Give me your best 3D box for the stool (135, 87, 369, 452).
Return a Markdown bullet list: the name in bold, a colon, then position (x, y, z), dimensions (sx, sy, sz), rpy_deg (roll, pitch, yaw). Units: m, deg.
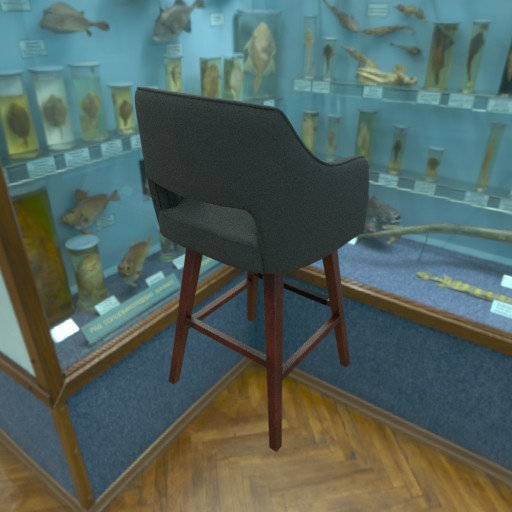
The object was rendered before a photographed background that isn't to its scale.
- **stool**: position (0.000, 0.000, 1.353), dimensions (0.548, 1.012, 0.558), rpy_deg (21, 36, 32)
